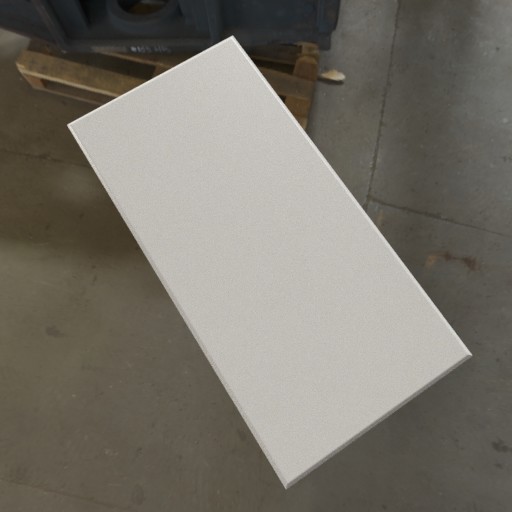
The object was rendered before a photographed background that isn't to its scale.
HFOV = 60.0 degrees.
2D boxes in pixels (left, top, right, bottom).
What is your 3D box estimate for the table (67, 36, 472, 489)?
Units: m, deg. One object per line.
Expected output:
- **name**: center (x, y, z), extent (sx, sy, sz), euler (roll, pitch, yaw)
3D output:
- **table**: center (0.000, 0.000, 1.406), extent (0.551, 0.506, 1.109), euler (-32, 78, -8)
